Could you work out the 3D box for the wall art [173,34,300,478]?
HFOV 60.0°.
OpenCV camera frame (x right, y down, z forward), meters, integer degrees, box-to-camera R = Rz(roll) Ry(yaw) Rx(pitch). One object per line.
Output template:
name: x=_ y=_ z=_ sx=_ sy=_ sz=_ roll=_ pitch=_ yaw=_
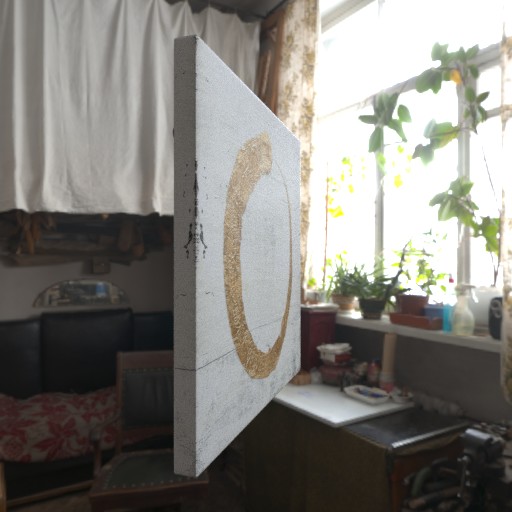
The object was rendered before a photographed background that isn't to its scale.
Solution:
wall art: x=0.000 y=0.000 z=0.900 sx=0.040 sy=0.611 sz=0.610 roll=0 pitch=0 yaw=19
